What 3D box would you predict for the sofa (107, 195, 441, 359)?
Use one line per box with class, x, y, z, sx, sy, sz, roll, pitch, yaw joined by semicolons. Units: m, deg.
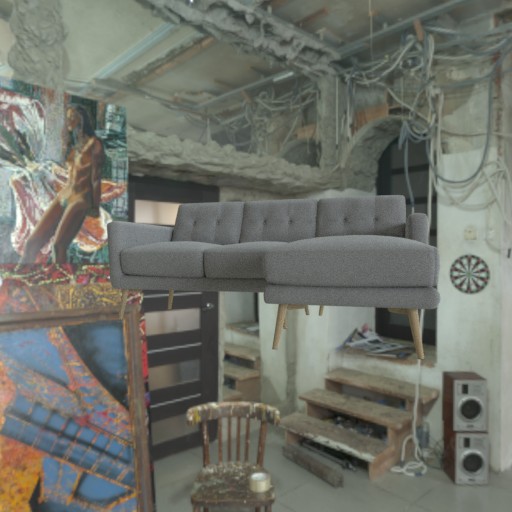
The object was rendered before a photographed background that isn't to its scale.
sofa;0.000;0.000;2.779;2.040;0.860;1.530;0;0;18
